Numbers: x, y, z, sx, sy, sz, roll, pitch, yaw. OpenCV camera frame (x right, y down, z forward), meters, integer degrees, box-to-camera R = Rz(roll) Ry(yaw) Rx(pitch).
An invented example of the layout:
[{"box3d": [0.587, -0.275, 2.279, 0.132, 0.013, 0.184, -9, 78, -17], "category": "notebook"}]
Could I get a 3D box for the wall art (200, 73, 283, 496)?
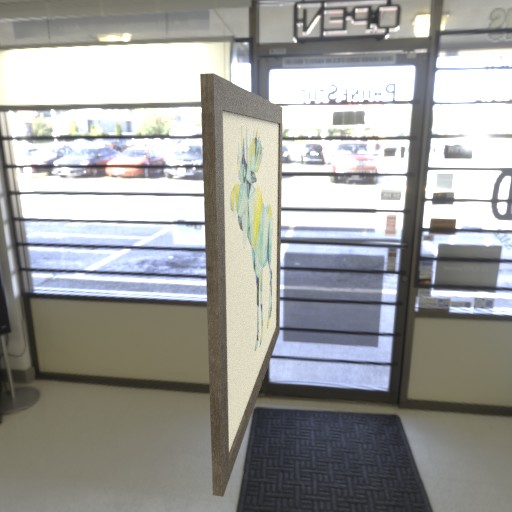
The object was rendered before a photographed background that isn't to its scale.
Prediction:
[{"box3d": [0.000, 0.000, 0.672, 0.013, 0.457, 0.457, 3, 15, 11], "category": "wall art"}]
